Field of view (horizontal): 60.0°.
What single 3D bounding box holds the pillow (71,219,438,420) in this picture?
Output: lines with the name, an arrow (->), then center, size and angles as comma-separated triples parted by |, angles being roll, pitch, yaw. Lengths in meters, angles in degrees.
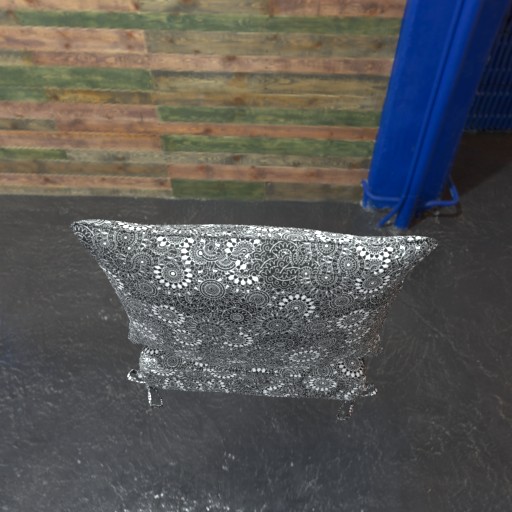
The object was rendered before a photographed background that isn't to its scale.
pillow -> 0.000, 0.000, 1.363 | 0.798, 0.722, 0.740 | 3, 45, 3
